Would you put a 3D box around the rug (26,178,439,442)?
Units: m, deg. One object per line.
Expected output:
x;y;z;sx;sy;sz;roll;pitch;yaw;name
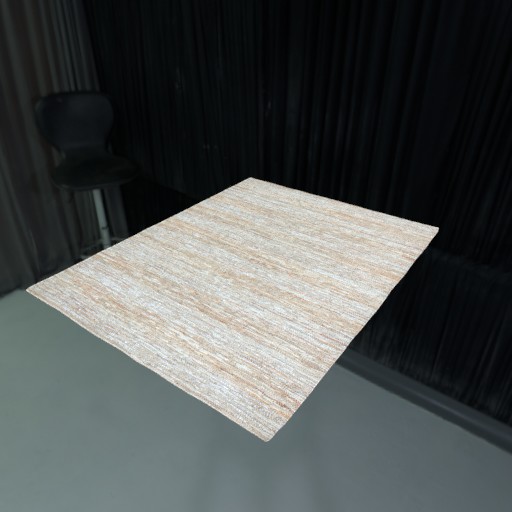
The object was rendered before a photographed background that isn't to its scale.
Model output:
0.000;0.000;3.871;2.313;0.009;2.939;21;37;30;rug
